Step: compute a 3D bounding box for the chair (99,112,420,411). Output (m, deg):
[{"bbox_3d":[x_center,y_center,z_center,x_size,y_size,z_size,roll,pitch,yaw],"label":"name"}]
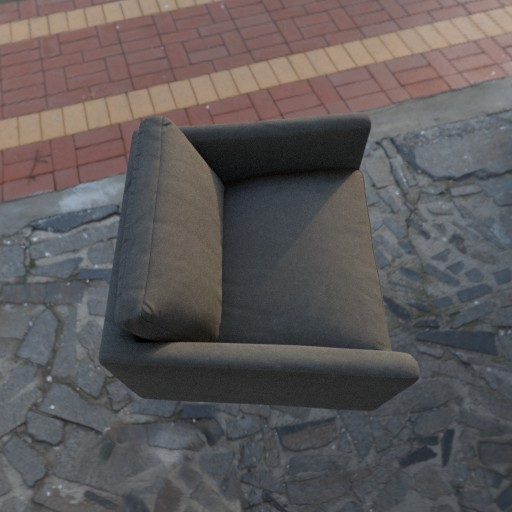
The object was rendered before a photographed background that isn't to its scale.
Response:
[{"bbox_3d":[0.000,0.000,1.911,1.091,0.845,1.190,-1,61,-1],"label":"chair"}]
